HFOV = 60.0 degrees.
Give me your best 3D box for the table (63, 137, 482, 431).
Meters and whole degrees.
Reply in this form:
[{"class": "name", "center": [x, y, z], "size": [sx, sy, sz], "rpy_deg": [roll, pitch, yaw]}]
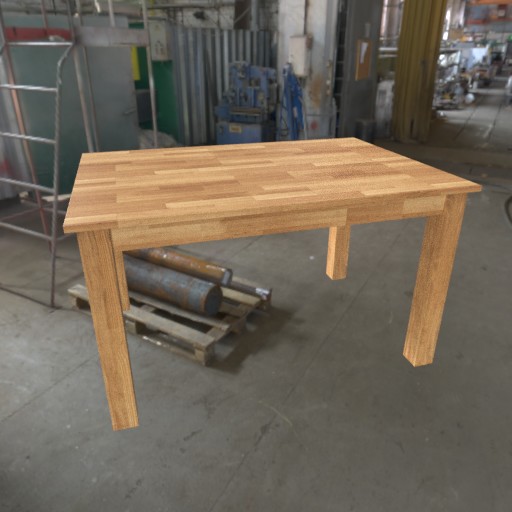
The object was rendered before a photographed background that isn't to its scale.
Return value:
[{"class": "table", "center": [0.000, 0.000, 1.855], "size": [1.300, 0.750, 0.900], "rpy_deg": [-7, 26, -15]}]
